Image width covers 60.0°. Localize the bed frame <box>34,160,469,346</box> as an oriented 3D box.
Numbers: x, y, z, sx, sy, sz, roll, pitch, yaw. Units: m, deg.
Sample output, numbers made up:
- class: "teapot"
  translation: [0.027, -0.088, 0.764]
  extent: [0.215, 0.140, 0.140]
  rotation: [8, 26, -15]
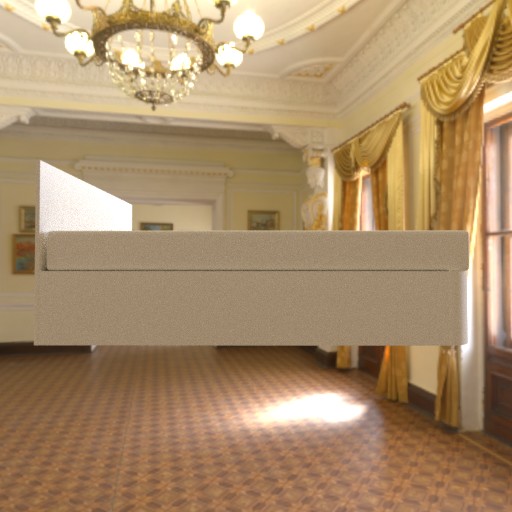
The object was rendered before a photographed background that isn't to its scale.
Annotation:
- class: "bed frame"
  translation: [0.000, 0.000, 2.607]
  extent: [1.900, 0.800, 1.400]
  rotation: [0, -1, 0]
